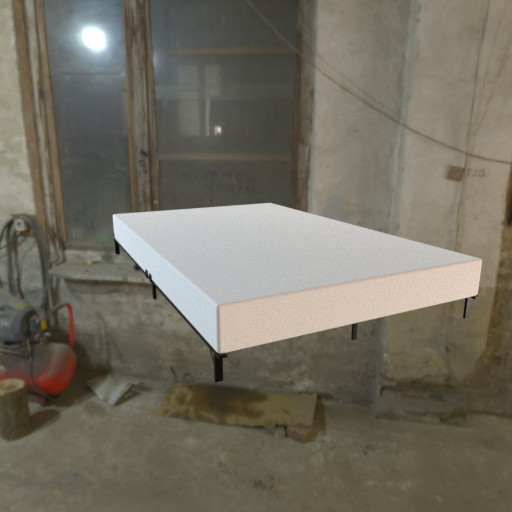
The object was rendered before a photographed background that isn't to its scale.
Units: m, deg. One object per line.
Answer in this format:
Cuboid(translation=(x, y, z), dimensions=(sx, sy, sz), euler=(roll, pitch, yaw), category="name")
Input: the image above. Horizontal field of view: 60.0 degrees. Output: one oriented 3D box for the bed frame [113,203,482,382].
Cuboid(translation=(0.000, 0.000, 3.886), dimensions=(1.930, 0.440, 2.987), euler=(-7, 17, -26), category="bed frame")
